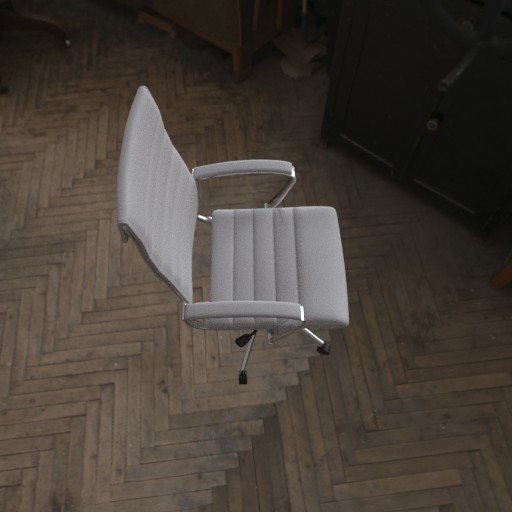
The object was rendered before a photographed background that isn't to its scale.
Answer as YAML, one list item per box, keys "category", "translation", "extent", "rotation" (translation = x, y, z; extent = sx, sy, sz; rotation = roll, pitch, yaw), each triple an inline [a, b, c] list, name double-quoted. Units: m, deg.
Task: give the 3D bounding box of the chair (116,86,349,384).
- category: "chair"
  translation: [0.000, 0.000, 1.588]
  extent: [0.667, 1.149, 0.679]
  rotation: [-1, 62, 0]
